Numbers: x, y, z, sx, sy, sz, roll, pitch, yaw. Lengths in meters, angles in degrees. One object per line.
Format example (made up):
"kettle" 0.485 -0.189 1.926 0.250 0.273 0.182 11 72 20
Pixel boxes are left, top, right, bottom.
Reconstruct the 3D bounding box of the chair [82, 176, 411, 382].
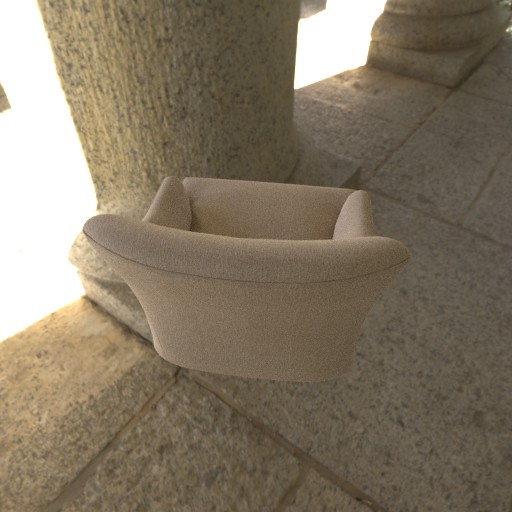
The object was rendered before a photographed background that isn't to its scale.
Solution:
"chair" 0.000 0.000 1.624 0.864 0.856 0.923 5 45 5
